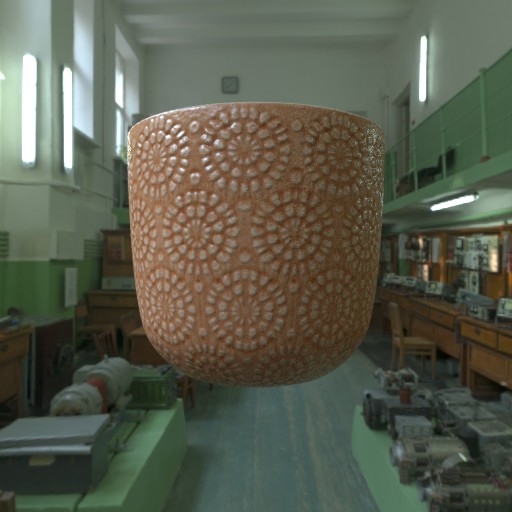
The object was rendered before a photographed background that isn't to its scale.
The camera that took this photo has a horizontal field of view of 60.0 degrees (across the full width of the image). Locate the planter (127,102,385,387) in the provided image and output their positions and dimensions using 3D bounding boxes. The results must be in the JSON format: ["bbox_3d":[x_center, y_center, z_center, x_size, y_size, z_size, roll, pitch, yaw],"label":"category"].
[{"bbox_3d":[0.000,0.000,0.373,0.208,0.190,0.208,0,0,0],"label":"planter"}]
